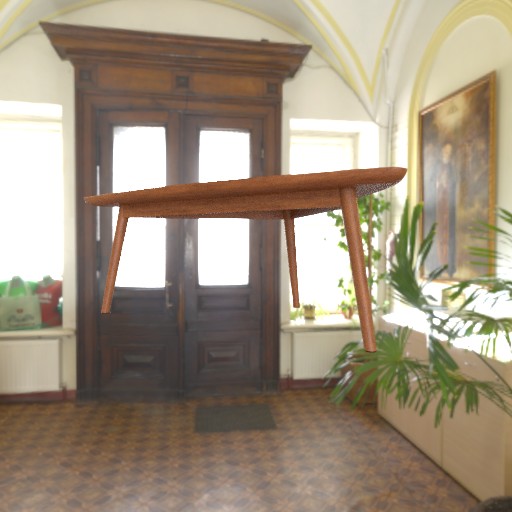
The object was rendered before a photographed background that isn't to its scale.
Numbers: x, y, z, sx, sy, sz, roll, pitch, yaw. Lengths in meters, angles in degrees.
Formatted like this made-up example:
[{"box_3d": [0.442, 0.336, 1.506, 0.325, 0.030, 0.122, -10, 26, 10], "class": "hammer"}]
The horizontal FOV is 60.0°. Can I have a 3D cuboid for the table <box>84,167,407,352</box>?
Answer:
[{"box_3d": [0.000, 0.000, 1.320, 1.008, 0.365, 0.601, 1, 2, 35], "class": "table"}]
